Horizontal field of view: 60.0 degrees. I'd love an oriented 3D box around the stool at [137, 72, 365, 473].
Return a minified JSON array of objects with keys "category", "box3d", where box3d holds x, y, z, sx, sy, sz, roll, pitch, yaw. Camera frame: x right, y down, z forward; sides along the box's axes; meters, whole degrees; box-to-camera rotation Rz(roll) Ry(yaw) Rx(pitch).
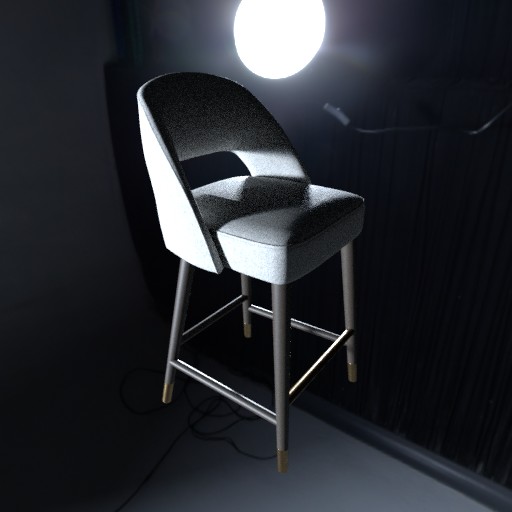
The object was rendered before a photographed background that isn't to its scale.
[{"category":"stool","box3d":[0.000,0.000,1.242,0.509,0.940,0.494,17,30,32]}]
